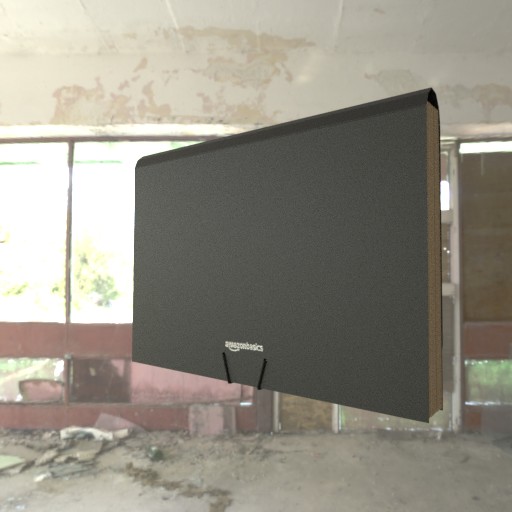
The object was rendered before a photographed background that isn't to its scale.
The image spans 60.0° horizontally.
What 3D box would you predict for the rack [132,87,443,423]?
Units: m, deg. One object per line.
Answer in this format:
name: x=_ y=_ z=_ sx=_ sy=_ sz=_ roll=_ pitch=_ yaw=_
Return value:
rack: x=0.000 y=0.000 z=0.425 sx=0.330 sy=0.241 sz=0.041 roll=-1 pitch=-2 yaw=38
